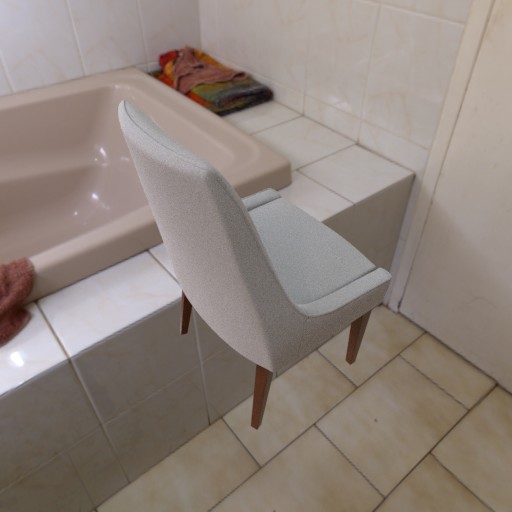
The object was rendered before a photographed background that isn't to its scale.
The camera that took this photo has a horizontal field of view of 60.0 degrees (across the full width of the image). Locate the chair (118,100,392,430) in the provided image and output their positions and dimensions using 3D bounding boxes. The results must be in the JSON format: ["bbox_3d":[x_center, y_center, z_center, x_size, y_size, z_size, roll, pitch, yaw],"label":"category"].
[{"bbox_3d":[0.000,0.000,1.199,0.544,0.861,0.529,-26,48,-26],"label":"chair"}]
